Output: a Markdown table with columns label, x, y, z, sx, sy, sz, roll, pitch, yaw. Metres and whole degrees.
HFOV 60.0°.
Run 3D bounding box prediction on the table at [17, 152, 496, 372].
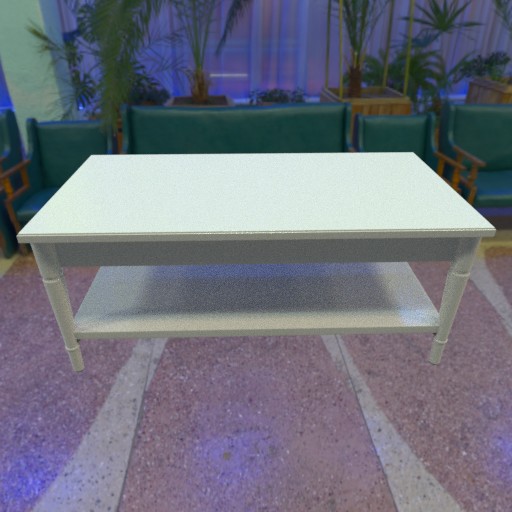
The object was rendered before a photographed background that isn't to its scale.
| label | x | y | z | sx | sy | sz | roll | pitch | yaw |
| --- | --- | --- | --- | --- | --- | --- | --- | --- | --- |
| table | 0.000 | 0.000 | 1.339 | 1.067 | 0.457 | 0.559 | -1 | 31 | -1 |
